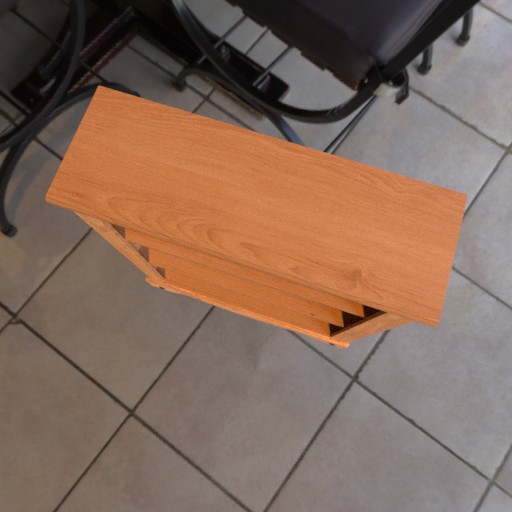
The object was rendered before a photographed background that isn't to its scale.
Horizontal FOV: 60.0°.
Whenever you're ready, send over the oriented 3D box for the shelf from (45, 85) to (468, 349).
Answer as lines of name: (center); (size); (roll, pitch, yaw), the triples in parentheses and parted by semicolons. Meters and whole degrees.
shelf: (0.000, 0.000, 1.402); (0.840, 0.980, 0.291); (18, 76, 4)
